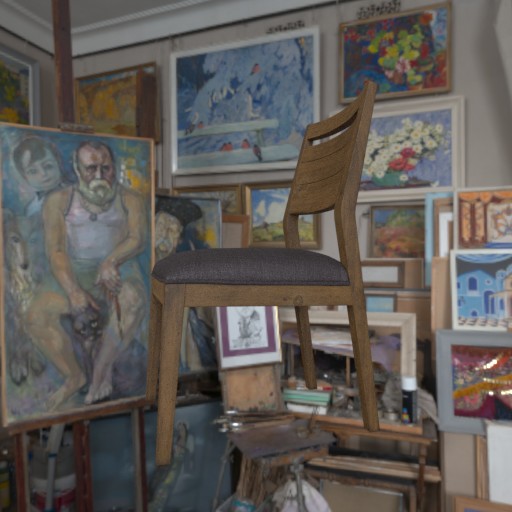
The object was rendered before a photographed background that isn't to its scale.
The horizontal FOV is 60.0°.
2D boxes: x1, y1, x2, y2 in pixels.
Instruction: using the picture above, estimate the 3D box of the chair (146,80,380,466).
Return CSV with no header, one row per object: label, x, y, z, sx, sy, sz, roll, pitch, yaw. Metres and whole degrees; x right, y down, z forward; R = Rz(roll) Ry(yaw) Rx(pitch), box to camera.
chair,0.000,0.000,1.313,0.610,0.939,0.501,0,0,-17
